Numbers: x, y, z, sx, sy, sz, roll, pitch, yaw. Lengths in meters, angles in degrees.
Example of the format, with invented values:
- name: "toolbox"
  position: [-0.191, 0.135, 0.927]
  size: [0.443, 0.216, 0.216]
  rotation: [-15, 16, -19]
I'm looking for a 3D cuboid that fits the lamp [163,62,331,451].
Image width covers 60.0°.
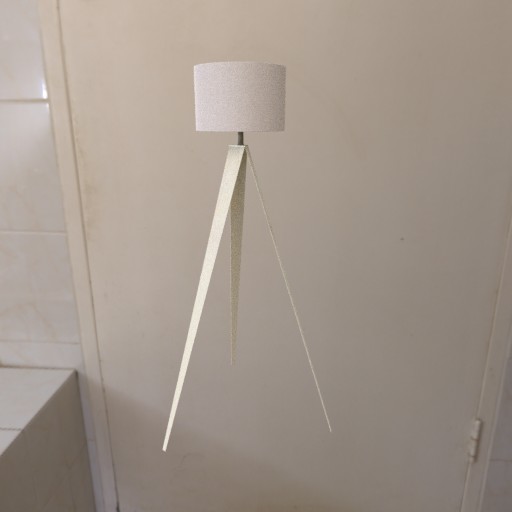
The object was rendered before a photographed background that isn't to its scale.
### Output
- name: "lamp"
  position: [0.000, 0.000, 1.949]
  size: [0.716, 1.524, 0.724]
  rotation: [2, 17, 6]
